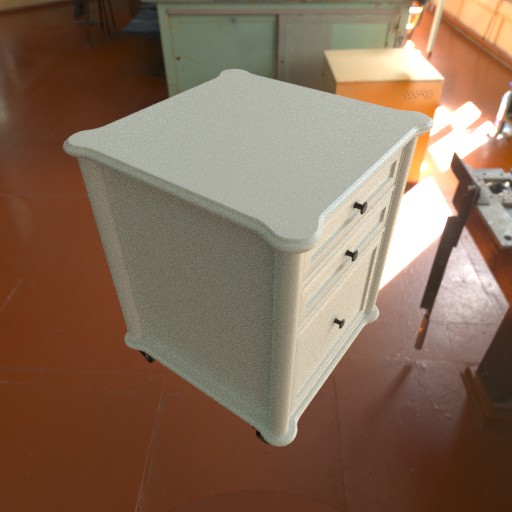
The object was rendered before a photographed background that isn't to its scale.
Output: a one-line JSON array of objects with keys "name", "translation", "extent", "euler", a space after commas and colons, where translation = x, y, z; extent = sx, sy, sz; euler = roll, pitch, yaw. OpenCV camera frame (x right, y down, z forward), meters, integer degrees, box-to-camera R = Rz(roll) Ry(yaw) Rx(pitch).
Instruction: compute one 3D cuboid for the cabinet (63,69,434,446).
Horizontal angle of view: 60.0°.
[{"name": "cabinet", "translation": [0.000, 0.000, 1.244], "extent": [0.627, 0.761, 0.628], "euler": [25, 47, 27]}]
